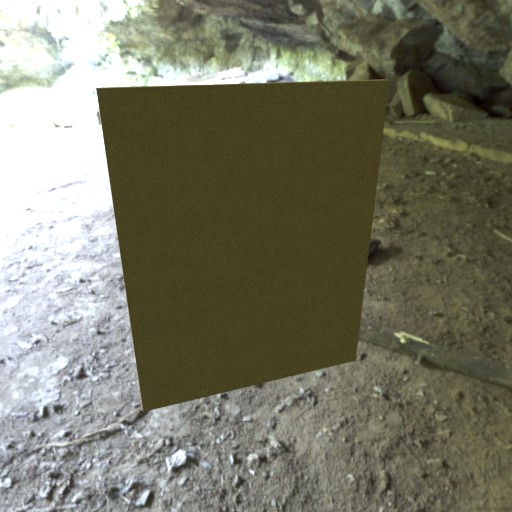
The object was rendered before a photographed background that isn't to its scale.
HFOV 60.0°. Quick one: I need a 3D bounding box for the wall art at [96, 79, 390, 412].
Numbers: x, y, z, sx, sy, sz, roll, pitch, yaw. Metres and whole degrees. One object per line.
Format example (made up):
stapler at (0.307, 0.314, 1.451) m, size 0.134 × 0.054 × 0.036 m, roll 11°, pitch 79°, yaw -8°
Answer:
wall art at (0.000, 0.000, 1.376) m, size 0.798 × 1.002 × 0.030 m, roll -9°, pitch 27°, yaw -17°
